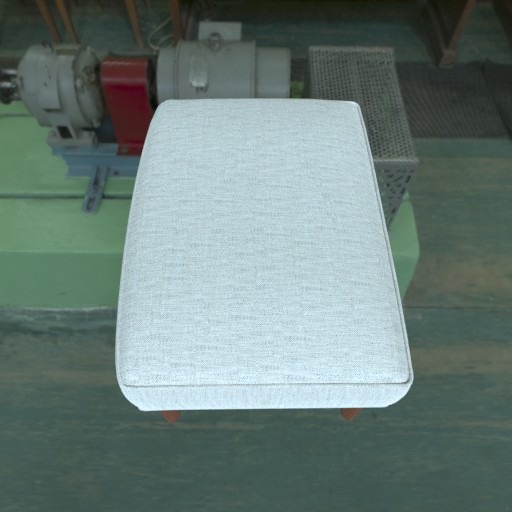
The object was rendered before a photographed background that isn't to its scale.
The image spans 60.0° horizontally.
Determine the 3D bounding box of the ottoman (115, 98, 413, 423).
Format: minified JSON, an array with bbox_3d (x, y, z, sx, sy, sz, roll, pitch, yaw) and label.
[{"bbox_3d":[0.000,0.000,1.150,0.594,0.465,0.794,-1,59,0],"label":"ottoman"}]
